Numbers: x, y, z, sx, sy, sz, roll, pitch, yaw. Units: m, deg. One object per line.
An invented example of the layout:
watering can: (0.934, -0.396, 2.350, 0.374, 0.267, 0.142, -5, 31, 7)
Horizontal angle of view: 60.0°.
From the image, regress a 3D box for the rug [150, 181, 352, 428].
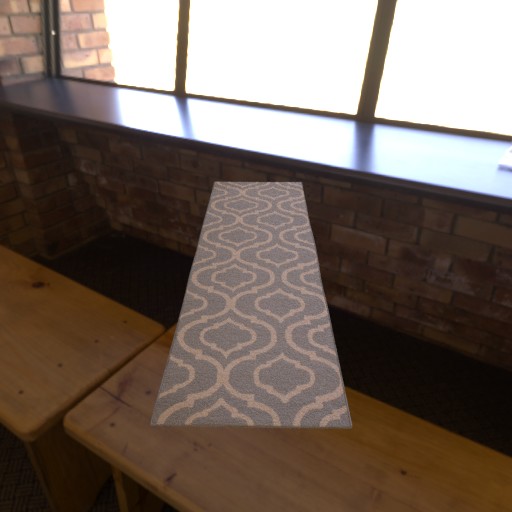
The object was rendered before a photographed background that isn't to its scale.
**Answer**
rug: (0.000, 0.000, 2.467, 0.684, 0.009, 2.275, 0, 30, 1)
